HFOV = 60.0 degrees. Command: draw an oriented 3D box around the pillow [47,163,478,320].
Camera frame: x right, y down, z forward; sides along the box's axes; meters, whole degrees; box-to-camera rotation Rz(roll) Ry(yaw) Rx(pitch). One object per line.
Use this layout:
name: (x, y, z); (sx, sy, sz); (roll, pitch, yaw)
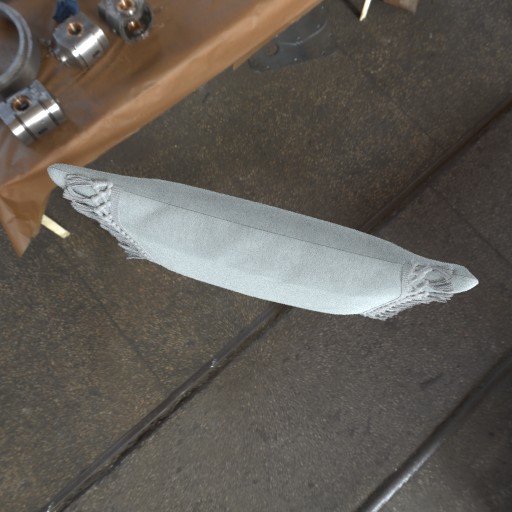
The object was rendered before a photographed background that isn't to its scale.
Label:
pillow: (0.000, 0.000, 0.600); (0.466, 0.305, 0.084); (15, 77, 3)
